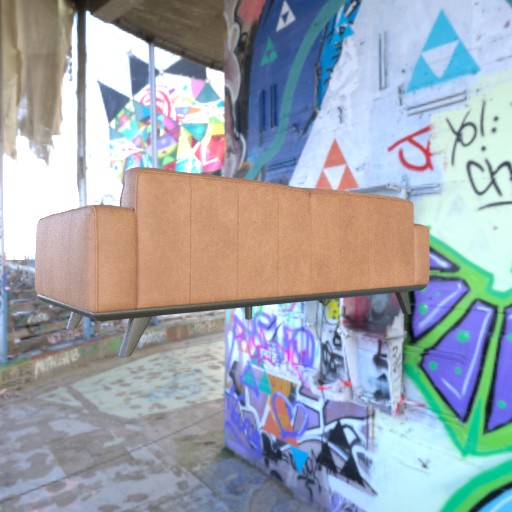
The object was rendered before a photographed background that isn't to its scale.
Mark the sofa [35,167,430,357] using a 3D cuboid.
[{"bbox_3d":[0.000,0.000,2.668,2.270,0.780,0.953,-1,1,-37],"label":"sofa"}]
